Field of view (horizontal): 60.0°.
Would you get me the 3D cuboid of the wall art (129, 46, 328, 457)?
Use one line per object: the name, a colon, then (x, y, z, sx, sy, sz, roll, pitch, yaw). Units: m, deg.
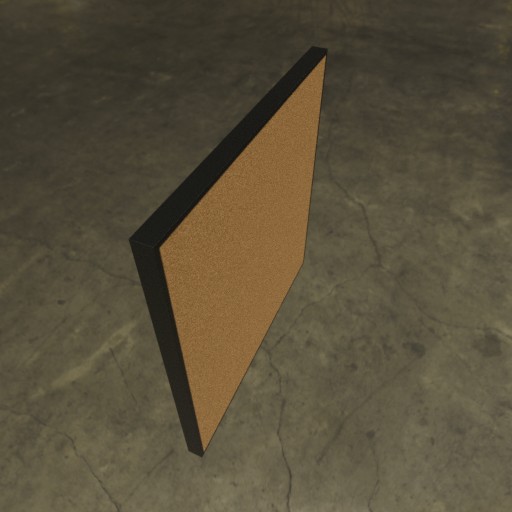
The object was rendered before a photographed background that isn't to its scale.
wall art: (0.000, 0.000, 1.129, 0.042, 0.766, 0.769, 18, 48, 17)
